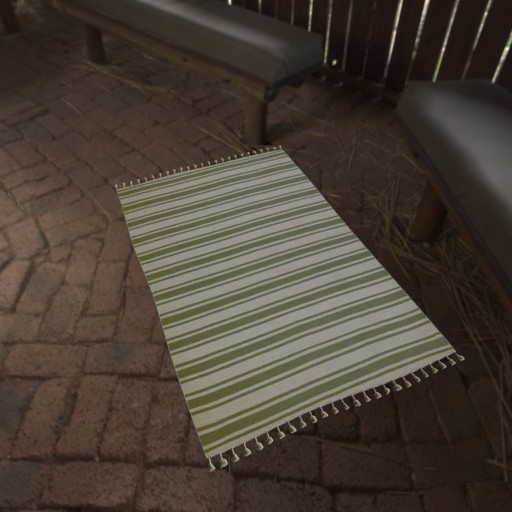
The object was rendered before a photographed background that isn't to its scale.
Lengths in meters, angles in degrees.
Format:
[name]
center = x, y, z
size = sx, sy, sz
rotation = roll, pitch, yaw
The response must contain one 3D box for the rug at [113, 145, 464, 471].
[rug]
center = 0.000, 0.000, 2.343
size = 1.162, 0.013, 1.875
rotation = -17, 48, -16
